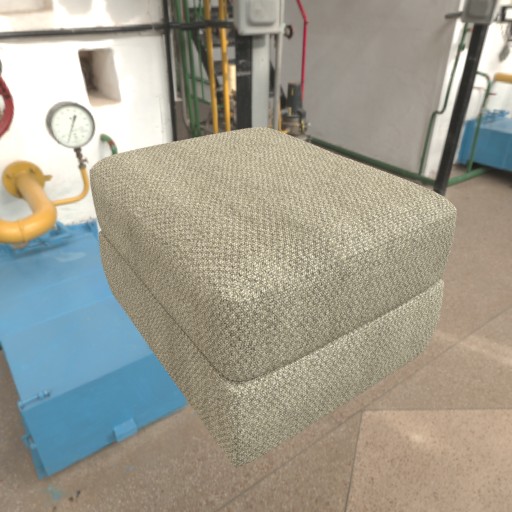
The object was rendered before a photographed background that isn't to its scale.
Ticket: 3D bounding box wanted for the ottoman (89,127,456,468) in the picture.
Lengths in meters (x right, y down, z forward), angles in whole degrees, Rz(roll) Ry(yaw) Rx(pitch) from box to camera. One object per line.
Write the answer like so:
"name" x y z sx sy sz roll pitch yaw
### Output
"ottoman" 0.000 0.000 1.135 0.603 0.476 0.751 -20 37 -29
